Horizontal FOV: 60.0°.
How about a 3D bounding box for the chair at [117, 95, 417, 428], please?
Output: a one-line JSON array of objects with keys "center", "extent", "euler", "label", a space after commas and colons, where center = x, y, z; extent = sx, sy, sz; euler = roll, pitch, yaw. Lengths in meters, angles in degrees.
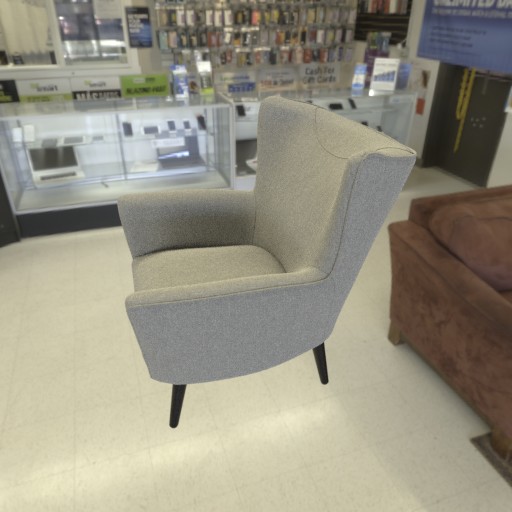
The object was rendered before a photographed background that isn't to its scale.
[{"center": [0.000, 0.000, 1.557], "extent": [0.888, 0.933, 0.781], "euler": [-9, 31, -14], "label": "chair"}]
